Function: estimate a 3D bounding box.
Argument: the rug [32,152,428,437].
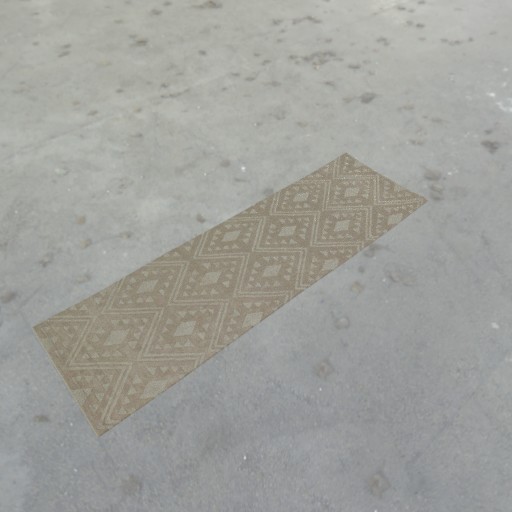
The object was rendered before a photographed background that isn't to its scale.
[{"bbox_3d":[0.000,0.000,2.670,2.452,0.051,0.752,-32,54,-26],"label":"rug"}]
